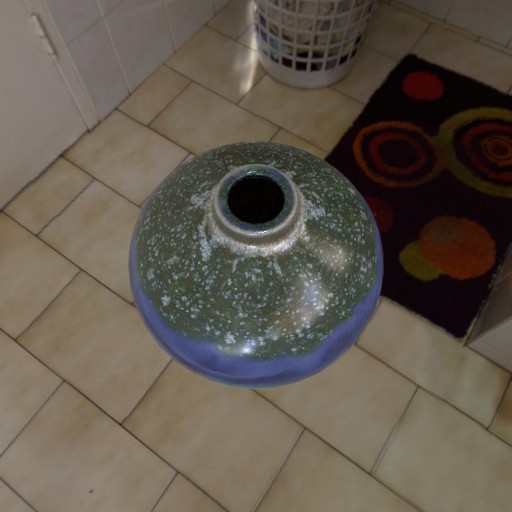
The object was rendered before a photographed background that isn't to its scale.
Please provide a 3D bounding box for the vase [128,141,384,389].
[{"bbox_3d":[0.000,0.000,0.269,0.154,0.133,0.154,0,65,0],"label":"vase"}]
